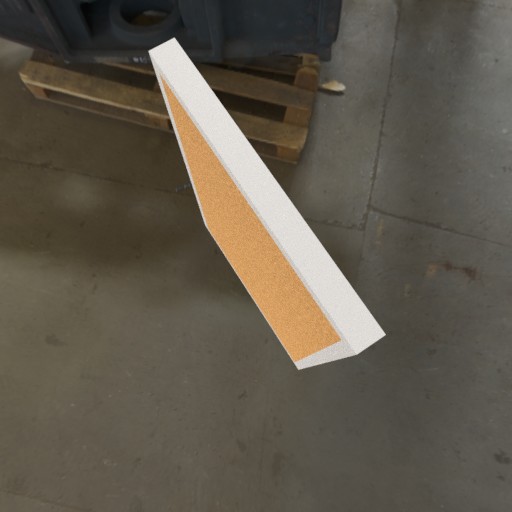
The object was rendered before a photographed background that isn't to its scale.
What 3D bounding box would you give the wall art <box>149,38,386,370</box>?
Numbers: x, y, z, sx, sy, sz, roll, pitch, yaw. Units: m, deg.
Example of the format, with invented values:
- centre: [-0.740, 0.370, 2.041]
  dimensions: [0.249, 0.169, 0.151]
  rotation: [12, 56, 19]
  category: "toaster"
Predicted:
- centre: [0.000, 0.000, 0.833]
  dimensions: [0.038, 0.657, 0.450]
  rotation: [-32, 77, -8]
  category: "wall art"
